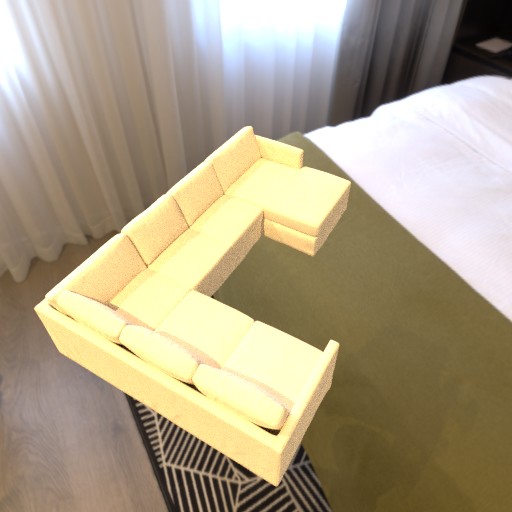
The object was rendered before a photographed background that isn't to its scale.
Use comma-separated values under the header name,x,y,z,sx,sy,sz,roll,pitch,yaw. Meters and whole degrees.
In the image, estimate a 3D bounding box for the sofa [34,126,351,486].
name,x,y,z,sx,sy,sz,roll,pitch,yaw
sofa,0.000,0.000,4.598,2.427,0.882,3.460,23,50,21
